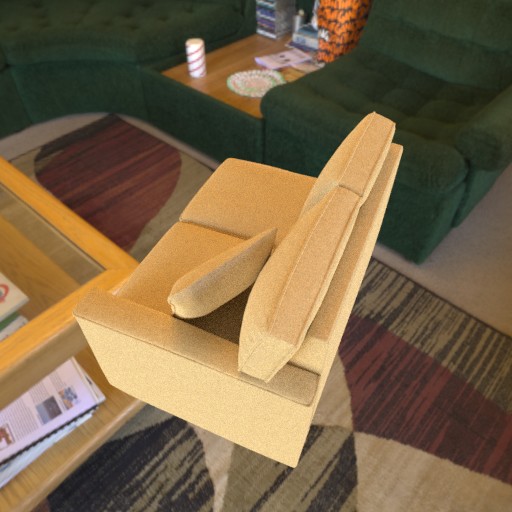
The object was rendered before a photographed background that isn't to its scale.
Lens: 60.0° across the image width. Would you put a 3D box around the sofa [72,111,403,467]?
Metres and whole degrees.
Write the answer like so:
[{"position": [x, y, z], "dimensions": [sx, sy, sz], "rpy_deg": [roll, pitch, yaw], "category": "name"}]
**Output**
[{"position": [0.000, 0.000, 2.107], "dimensions": [0.991, 0.989, 1.388], "rpy_deg": [18, 49, 16], "category": "sofa"}]
